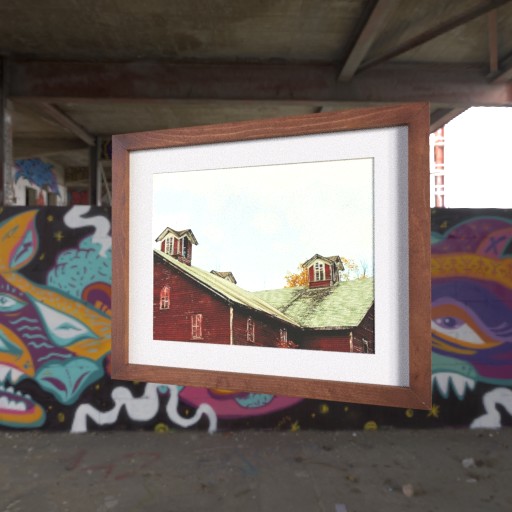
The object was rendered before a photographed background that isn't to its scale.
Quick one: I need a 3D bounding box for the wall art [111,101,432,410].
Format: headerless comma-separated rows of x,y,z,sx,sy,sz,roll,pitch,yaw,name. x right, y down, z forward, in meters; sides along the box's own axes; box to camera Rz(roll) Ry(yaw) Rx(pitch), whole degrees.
0.000,0.000,0.548,0.401,0.328,0.030,0,-1,19,wall art
